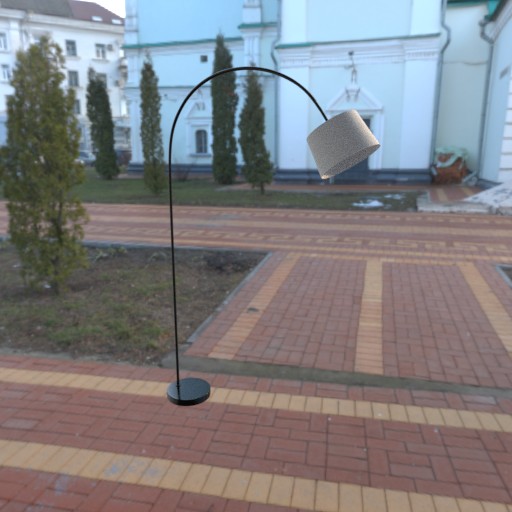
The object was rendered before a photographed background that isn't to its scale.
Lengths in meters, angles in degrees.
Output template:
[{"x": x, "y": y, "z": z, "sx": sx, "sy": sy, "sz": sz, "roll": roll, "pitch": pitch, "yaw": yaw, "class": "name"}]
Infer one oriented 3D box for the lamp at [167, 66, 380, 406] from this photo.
[{"x": 0.000, "y": 0.000, "z": 2.618, "sx": 1.363, "sy": 2.104, "sz": 0.331, "roll": 7, "pitch": 15, "yaw": 27, "class": "lamp"}]
